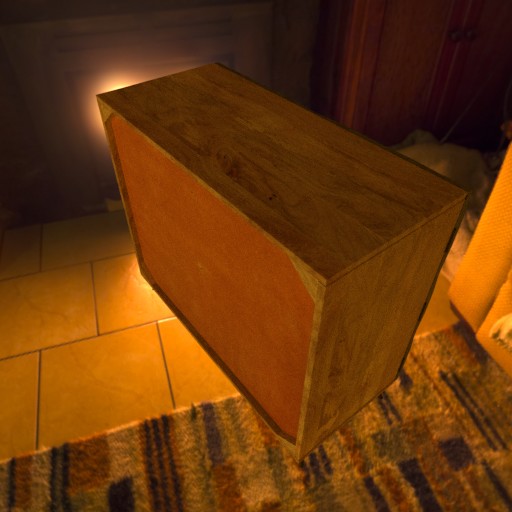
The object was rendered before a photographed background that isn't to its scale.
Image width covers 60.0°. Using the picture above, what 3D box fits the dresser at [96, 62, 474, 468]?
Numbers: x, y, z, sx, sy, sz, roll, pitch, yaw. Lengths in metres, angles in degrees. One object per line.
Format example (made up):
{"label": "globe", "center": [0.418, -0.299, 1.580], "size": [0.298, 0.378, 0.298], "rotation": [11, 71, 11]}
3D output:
{"label": "dresser", "center": [0.000, 0.000, 1.414], "size": [0.446, 0.847, 0.967], "rotation": [-28, 50, -27]}
